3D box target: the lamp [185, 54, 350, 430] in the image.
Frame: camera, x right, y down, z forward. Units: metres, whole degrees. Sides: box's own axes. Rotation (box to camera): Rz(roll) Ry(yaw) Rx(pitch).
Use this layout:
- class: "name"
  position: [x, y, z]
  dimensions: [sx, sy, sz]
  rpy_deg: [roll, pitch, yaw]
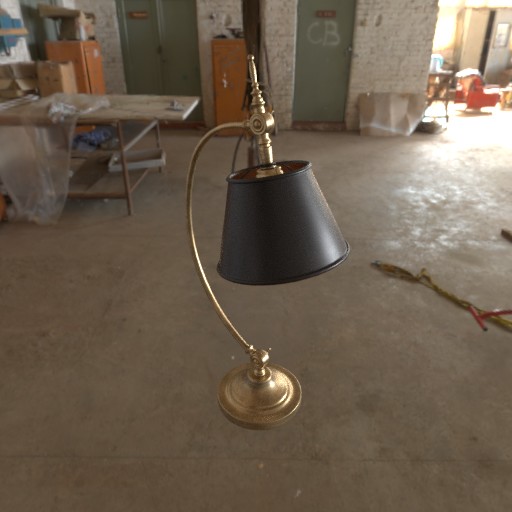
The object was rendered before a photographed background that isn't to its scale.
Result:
- class: "lamp"
  position: [0.000, 0.000, 0.815]
  dimensions: [0.344, 0.675, 0.235]
  rpy_deg: [19, 33, 32]
